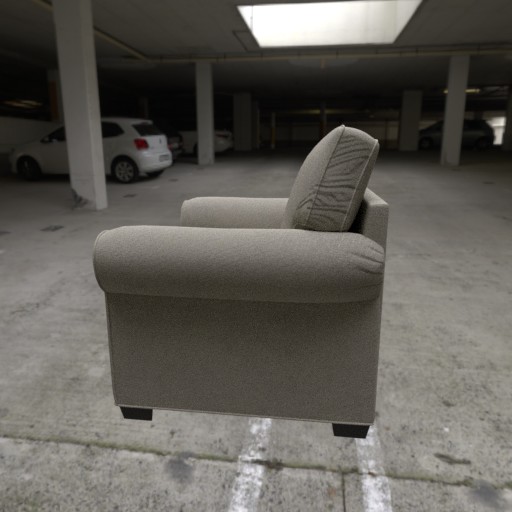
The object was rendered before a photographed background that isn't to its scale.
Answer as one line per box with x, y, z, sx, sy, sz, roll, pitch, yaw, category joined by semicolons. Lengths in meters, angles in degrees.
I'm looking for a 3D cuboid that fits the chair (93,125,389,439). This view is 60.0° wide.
0.000;0.000;1.905;0.939;1.044;1.147;2;14;8;chair
